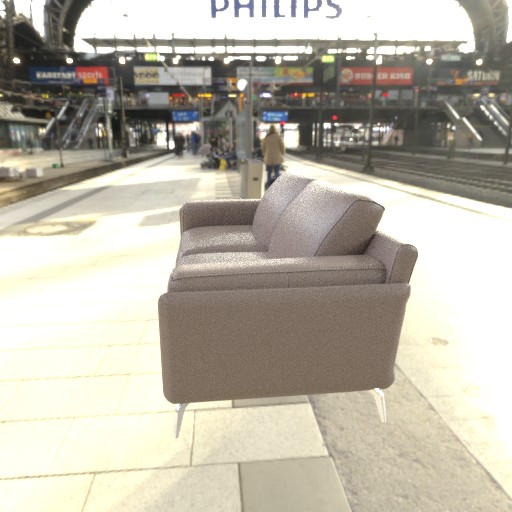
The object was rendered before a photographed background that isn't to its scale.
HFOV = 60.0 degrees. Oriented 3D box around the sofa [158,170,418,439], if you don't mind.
[{"bbox_3d":[0.000,0.000,2.622,1.049,0.930,2.101,-2,15,-7],"label":"sofa"}]
